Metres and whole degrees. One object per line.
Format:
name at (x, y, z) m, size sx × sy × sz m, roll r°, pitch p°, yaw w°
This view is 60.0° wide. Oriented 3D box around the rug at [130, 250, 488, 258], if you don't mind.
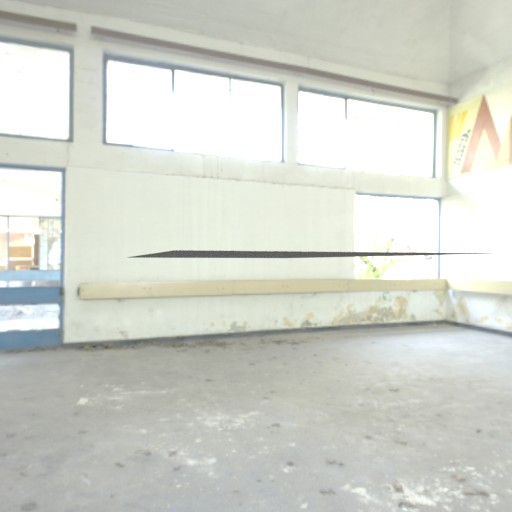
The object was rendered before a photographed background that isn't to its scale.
rug at (0.000, 0.000, 3.010) m, size 1.524 × 0.005 × 2.439 m, roll 0°, pitch -1°, yaw -20°
